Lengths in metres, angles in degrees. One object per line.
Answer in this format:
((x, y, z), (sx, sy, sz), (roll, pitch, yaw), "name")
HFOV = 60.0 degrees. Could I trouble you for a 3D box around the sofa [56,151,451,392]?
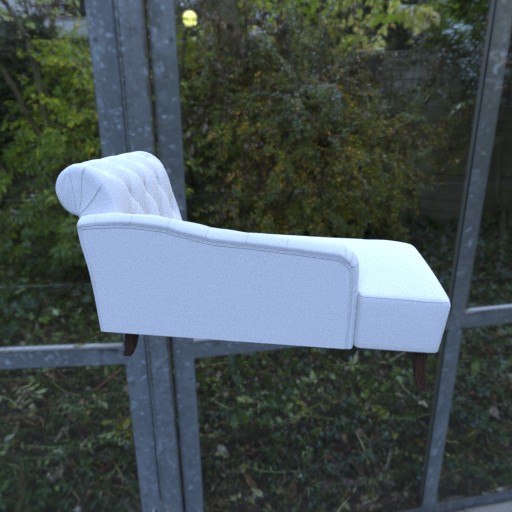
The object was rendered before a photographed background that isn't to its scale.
((0.000, 0.000, 1.828), (1.379, 0.787, 0.675), (3, 18, 8), "sofa")
